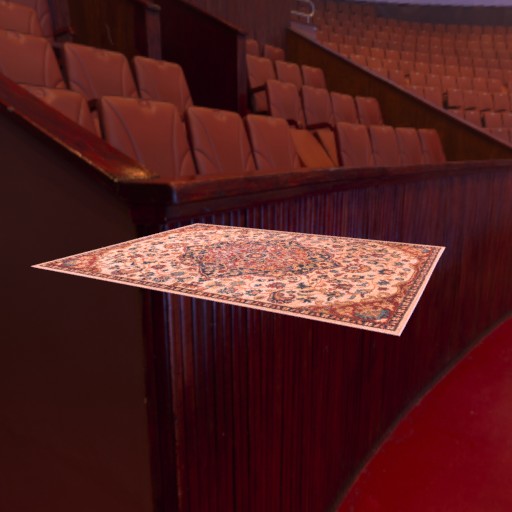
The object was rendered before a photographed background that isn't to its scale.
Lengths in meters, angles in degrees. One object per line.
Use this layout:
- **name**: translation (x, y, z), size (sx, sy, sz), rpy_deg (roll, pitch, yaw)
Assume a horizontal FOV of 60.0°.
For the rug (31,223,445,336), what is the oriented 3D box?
- **rug**: translation (0.000, 0.000, 4.154), size (3.067, 0.005, 2.454), rpy_deg (7, 16, 27)
